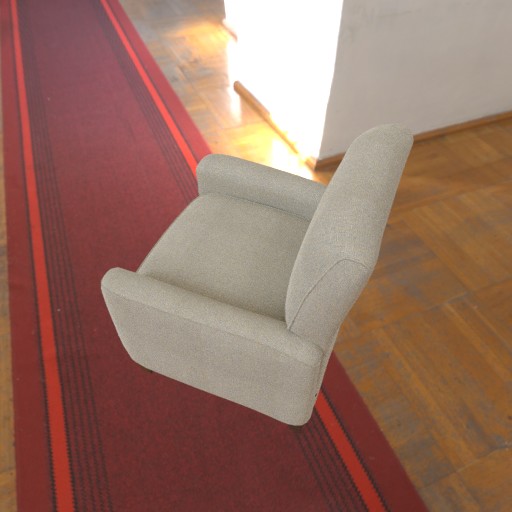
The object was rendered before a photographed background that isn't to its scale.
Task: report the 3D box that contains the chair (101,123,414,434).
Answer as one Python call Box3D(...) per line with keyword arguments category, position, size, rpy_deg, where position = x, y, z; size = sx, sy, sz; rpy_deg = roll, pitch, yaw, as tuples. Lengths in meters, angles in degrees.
Box3D(category="chair", position=(0.000, 0.000, 1.664), size=(0.853, 1.006, 0.850), rpy_deg=(17, 50, 15))
